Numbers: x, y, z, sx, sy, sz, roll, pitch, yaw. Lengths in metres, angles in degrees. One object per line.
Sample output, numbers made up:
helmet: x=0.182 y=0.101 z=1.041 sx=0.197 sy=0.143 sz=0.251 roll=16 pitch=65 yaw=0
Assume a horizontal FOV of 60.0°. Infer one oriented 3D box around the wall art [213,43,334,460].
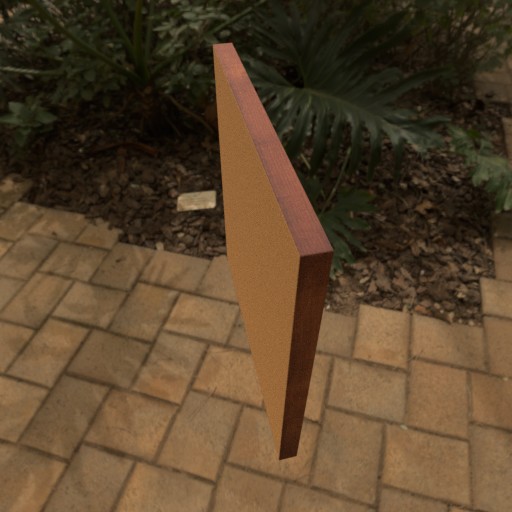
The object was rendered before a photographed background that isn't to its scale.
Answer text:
wall art: x=0.000 y=0.000 z=0.840 sx=0.037 sy=0.572 sz=0.554 roll=-9 pitch=47 yaw=-9
